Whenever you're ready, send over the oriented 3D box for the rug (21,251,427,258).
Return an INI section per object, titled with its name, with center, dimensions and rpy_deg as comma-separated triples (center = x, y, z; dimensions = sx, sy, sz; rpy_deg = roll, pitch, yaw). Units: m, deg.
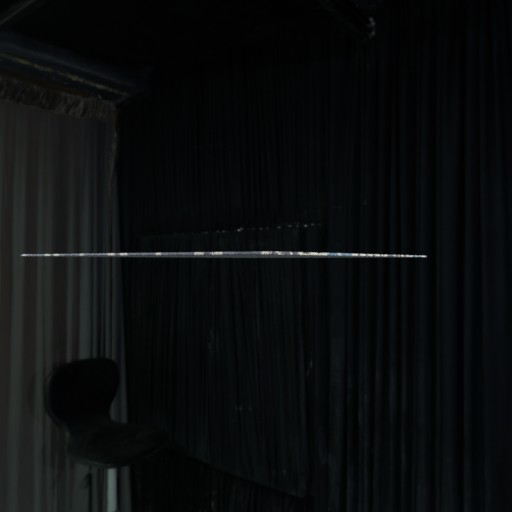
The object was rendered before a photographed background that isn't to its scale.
[rug]
center = 0.000, 0.000, 2.952
dimensions = 1.676, 0.013, 2.261
rpy_deg = 0, -1, 34
